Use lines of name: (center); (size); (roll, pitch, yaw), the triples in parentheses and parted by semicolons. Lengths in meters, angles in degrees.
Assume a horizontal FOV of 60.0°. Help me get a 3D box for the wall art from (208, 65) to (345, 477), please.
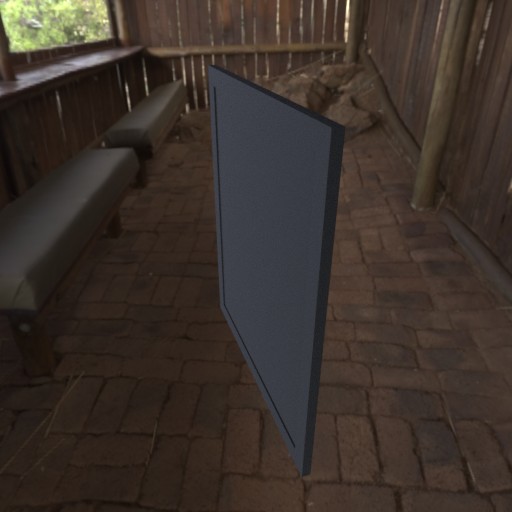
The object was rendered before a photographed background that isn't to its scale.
wall art: (0.000, 0.000, 0.499); (0.010, 0.361, 0.311); (-10, 32, -17)
